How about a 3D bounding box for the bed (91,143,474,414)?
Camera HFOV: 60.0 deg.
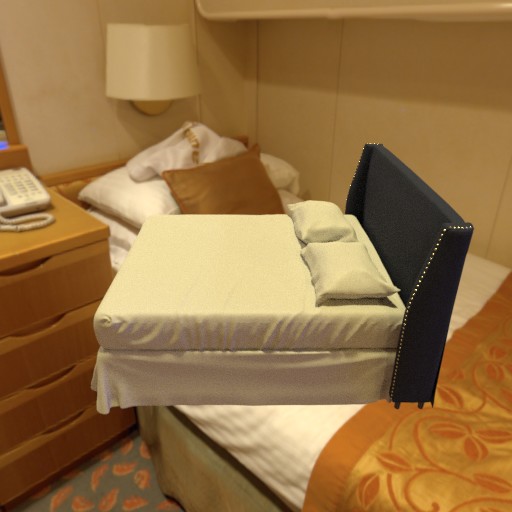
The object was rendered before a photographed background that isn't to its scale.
[{"bbox_3d":[0.000,0.000,3.414,2.276,1.332,1.925,0,27,0],"label":"bed"}]
